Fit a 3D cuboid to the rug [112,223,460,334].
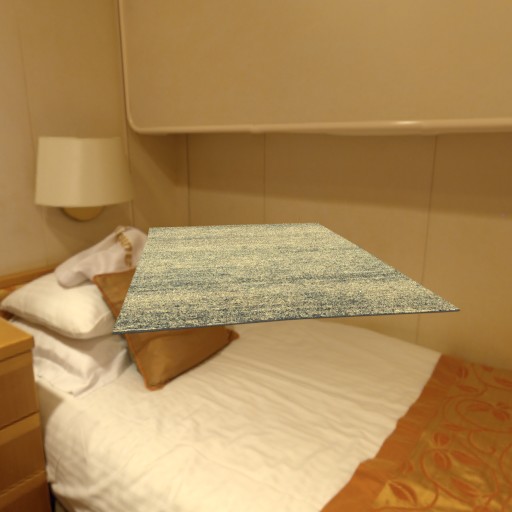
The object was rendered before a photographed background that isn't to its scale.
[{"bbox_3d":[0.000,0.000,3.120,1.624,0.030,2.349,-2,15,-9],"label":"rug"}]
